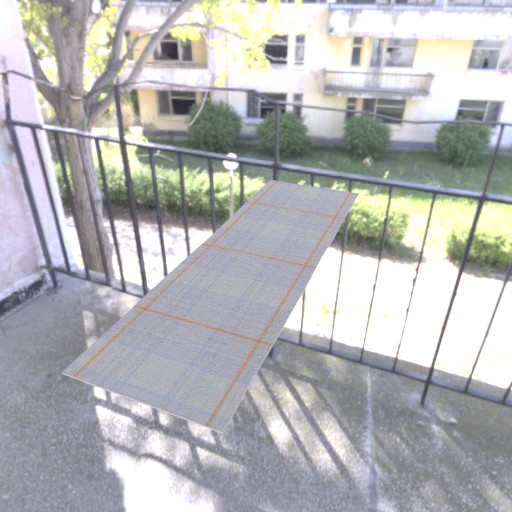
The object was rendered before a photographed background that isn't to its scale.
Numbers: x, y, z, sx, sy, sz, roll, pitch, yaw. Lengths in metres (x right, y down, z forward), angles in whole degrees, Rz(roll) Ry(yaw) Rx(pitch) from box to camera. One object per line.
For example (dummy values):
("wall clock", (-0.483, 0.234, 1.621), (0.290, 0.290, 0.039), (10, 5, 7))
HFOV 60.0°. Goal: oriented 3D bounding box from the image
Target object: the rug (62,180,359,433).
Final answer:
("rug", (0.000, 0.000, 2.722), (0.770, 0.016, 2.442), (12, 33, 20))
